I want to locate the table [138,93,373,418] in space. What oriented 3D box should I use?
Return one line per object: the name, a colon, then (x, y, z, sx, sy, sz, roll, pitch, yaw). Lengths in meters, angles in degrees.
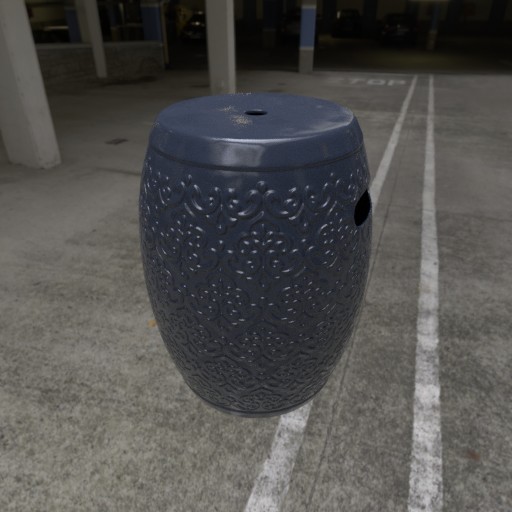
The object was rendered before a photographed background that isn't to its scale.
table: (0.000, 0.000, 0.621, 0.309, 0.397, 0.309, 0, 31, 0)
